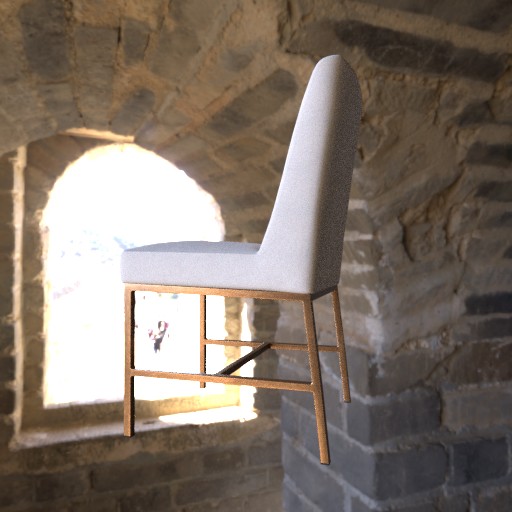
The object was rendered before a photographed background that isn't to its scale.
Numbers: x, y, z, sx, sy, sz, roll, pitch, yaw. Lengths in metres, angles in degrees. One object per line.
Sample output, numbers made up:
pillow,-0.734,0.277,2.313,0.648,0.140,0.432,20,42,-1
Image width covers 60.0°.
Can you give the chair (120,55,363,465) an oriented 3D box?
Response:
chair,0.000,0.000,1.285,0.597,0.933,0.503,0,-1,18
